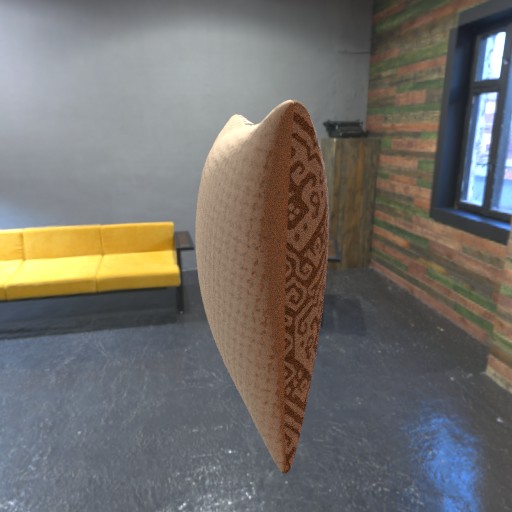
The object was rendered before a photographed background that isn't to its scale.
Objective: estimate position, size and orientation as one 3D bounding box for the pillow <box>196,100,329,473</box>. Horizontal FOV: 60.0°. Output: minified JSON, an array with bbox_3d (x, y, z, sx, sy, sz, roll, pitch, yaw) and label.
[{"bbox_3d":[0.000,0.000,0.647,0.173,0.407,0.419,-3,16,-9],"label":"pillow"}]
